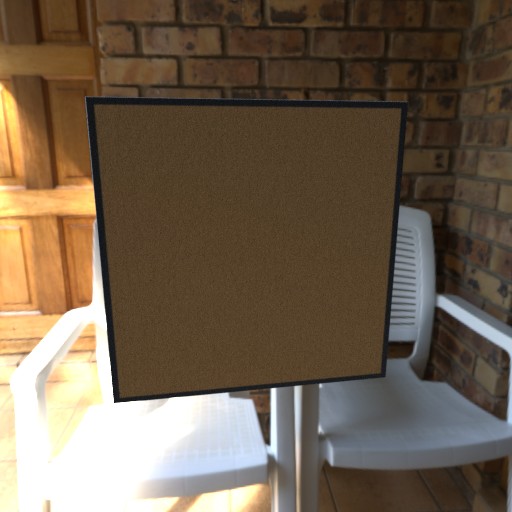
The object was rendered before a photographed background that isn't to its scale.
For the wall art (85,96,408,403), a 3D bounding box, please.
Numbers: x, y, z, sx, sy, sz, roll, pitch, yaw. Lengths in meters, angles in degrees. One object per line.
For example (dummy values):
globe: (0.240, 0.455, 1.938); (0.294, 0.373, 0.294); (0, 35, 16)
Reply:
wall art: (0.000, 0.000, 1.203); (0.805, 0.803, 0.022); (-3, 15, -10)
